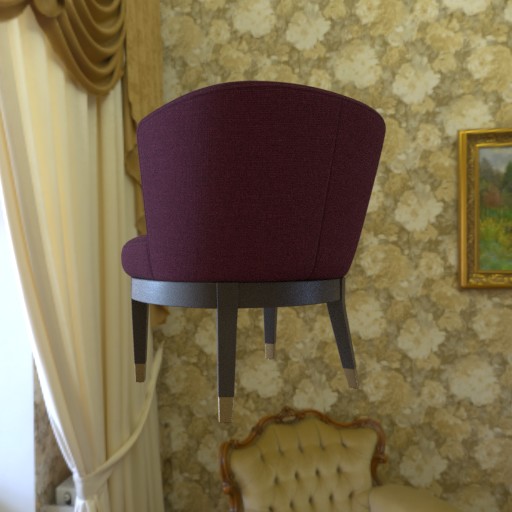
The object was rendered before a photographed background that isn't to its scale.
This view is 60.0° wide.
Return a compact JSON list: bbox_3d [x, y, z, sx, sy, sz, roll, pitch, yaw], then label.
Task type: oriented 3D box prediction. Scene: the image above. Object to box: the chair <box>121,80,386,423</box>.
[{"bbox_3d":[0.000,0.000,1.288,0.700,0.760,0.660,0,0,-37],"label":"chair"}]
